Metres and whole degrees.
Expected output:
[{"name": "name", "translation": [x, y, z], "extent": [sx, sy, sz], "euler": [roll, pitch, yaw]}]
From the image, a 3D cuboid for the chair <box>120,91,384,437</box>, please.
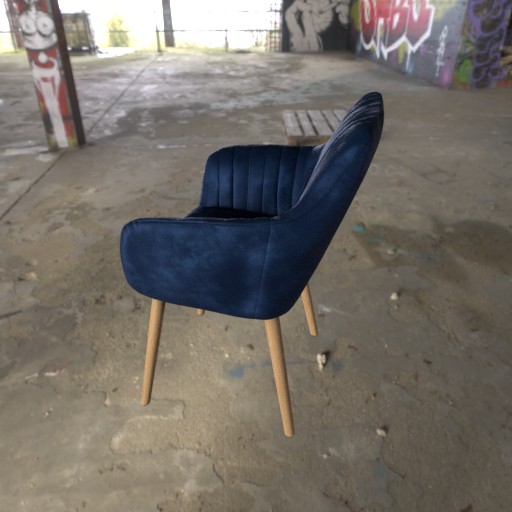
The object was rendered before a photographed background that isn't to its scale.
[{"name": "chair", "translation": [0.000, 0.000, 1.212], "extent": [0.573, 0.826, 0.578], "euler": [8, 31, 13]}]
